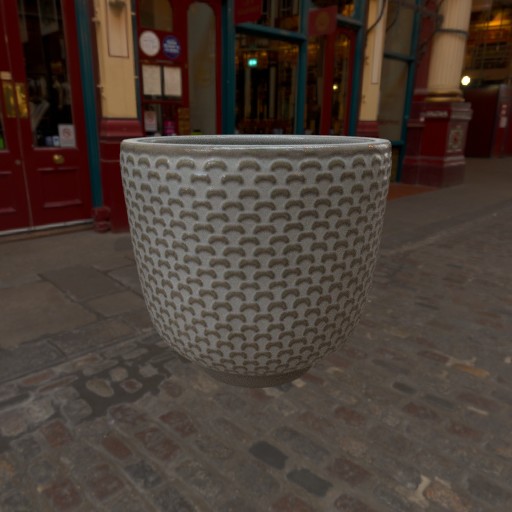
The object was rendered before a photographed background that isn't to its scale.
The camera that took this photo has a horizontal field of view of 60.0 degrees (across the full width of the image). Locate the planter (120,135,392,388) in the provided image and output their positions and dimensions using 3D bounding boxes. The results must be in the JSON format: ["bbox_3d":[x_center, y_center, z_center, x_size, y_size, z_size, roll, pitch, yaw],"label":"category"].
[{"bbox_3d":[0.000,0.000,0.313,0.173,0.160,0.173,0,17,0],"label":"planter"}]
